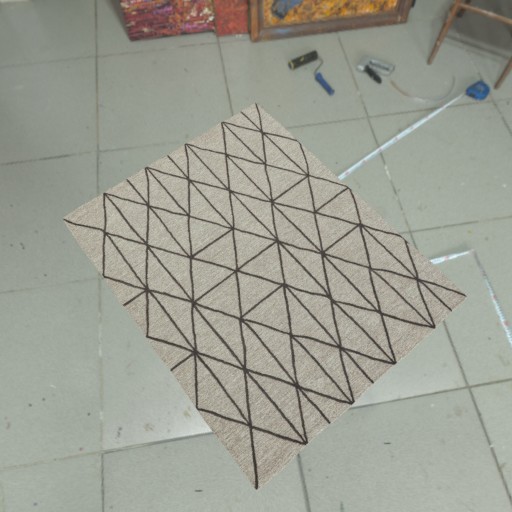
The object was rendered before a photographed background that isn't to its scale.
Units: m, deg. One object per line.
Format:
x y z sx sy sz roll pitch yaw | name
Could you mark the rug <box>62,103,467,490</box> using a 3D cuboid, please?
0.000 0.000 4.162 2.468 0.022 3.061 -36 69 -16 | rug
